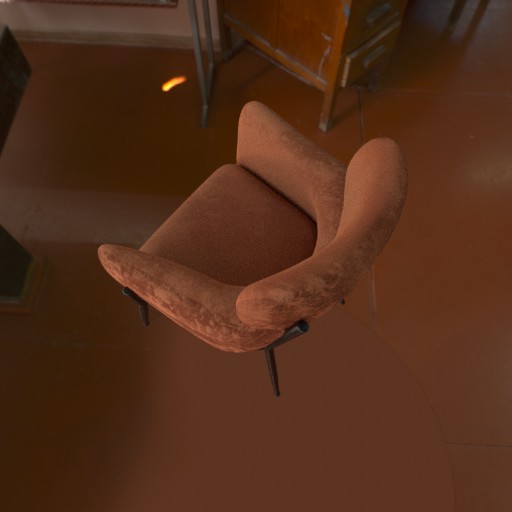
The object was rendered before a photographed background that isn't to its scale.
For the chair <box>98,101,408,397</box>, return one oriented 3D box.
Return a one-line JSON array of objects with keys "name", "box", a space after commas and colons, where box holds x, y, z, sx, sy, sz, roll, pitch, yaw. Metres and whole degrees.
[{"name": "chair", "box": [0.000, 0.000, 1.116, 0.523, 0.772, 0.561, 34, 69, 15]}]
